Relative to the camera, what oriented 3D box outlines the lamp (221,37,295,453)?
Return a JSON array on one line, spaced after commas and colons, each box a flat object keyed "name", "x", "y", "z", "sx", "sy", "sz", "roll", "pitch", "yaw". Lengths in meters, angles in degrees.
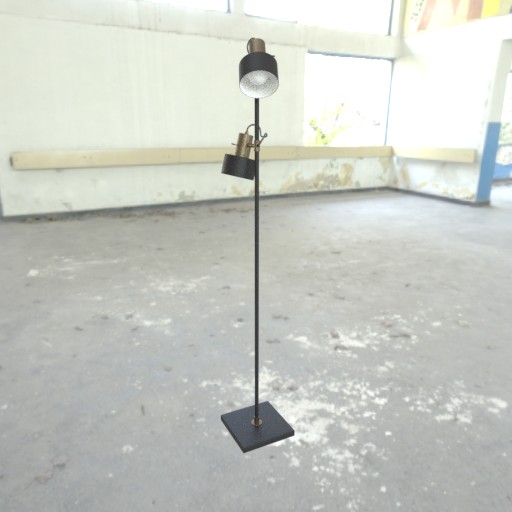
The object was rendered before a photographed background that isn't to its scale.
[{"name": "lamp", "x": 0.000, "y": 0.000, "z": 1.669, "sx": 0.233, "sy": 1.505, "sz": 0.315, "roll": -8, "pitch": 18, "yaw": -26}]
